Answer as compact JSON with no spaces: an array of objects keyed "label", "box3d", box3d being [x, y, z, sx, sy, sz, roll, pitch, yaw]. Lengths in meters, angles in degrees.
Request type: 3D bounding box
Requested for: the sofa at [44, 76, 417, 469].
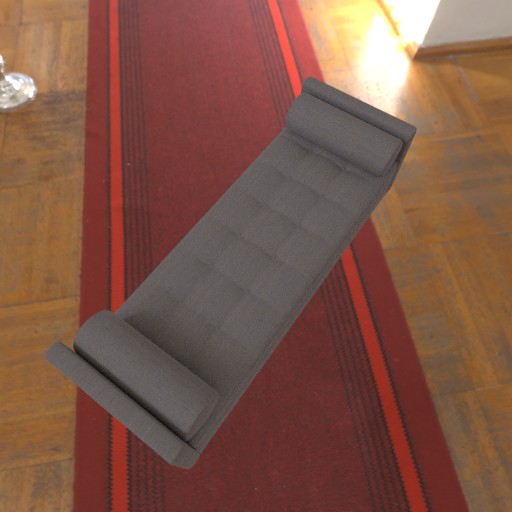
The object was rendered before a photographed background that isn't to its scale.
[{"label":"sofa","box3d":[0.000,0.000,2.309,0.686,0.635,1.981,32,67,16]}]
